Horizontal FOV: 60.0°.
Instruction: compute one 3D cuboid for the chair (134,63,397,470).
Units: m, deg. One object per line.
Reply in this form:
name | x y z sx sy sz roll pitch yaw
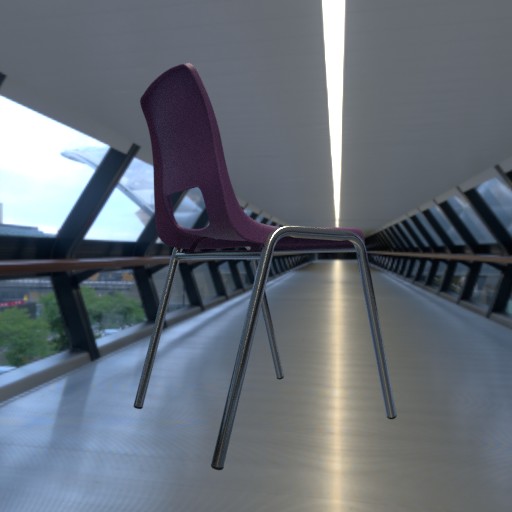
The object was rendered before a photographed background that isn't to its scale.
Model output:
chair | 0.000 0.000 0.923 0.432 0.654 0.381 0 -1 -35
